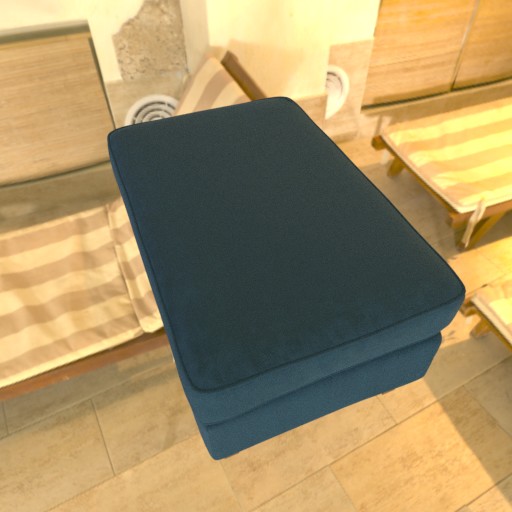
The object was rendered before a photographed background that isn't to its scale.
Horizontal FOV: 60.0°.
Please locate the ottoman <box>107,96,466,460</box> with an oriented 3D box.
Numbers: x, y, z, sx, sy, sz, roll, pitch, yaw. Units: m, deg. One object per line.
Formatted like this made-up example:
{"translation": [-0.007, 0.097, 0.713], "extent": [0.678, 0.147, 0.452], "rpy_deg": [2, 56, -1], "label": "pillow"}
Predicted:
{"translation": [0.000, 0.000, 1.194], "extent": [0.583, 0.484, 0.862], "rpy_deg": [-17, 50, -15], "label": "ottoman"}
